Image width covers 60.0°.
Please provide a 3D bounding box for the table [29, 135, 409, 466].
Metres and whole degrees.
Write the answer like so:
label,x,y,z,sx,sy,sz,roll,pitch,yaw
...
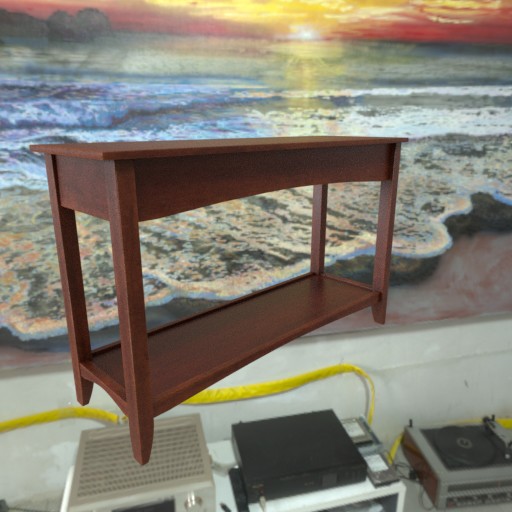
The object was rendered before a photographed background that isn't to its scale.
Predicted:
label,x,y,z,sx,sy,sz,roll,pitch,yaw
table,0.000,0.000,1.463,1.188,0.739,0.392,-16,23,-42
